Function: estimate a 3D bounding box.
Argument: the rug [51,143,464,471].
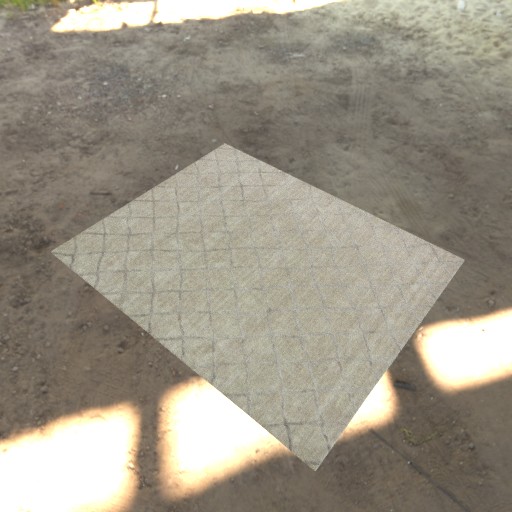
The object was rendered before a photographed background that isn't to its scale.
[{"bbox_3d":[0.000,0.000,4.161,3.038,0.019,2.420,31,54,26],"label":"rug"}]
